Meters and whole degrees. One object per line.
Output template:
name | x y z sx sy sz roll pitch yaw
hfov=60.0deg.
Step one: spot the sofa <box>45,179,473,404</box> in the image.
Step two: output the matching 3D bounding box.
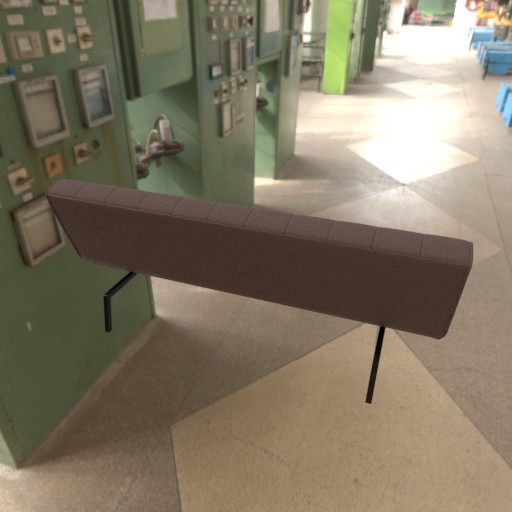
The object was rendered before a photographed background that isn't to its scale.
sofa | 0.000 0.000 2.077 1.703 0.699 0.747 11 32 18
